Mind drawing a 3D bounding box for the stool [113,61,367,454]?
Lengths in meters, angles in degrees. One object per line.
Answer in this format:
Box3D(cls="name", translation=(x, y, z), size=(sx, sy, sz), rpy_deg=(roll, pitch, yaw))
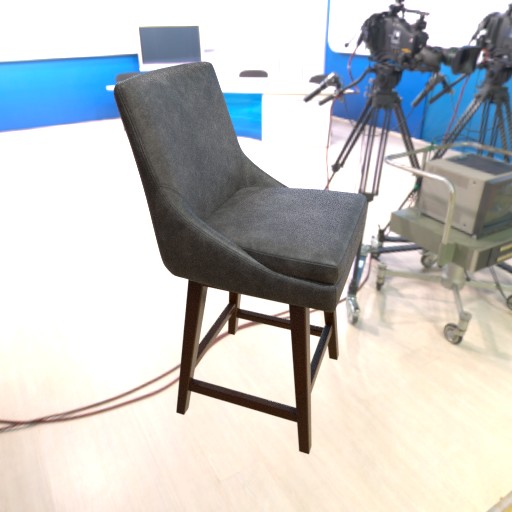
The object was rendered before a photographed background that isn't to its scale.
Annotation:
Box3D(cls="stool", translation=(0.000, 0.000, 1.361), size=(0.587, 1.046, 0.492), rpy_deg=(10, 31, 17))
